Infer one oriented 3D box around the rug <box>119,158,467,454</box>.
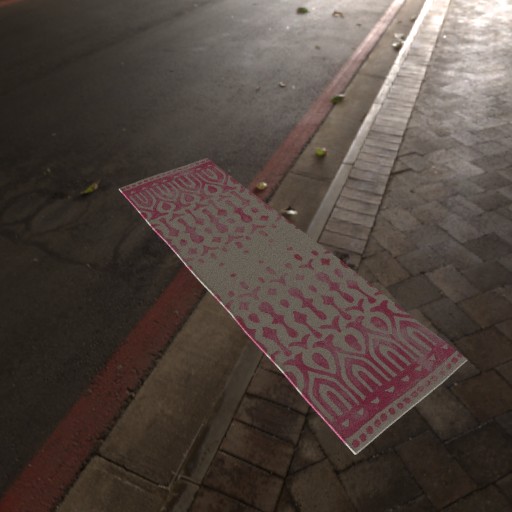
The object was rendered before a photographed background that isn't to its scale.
[{"bbox_3d":[0.000,0.000,2.712,0.787,0.011,2.458,-25,47,-26],"label":"rug"}]
